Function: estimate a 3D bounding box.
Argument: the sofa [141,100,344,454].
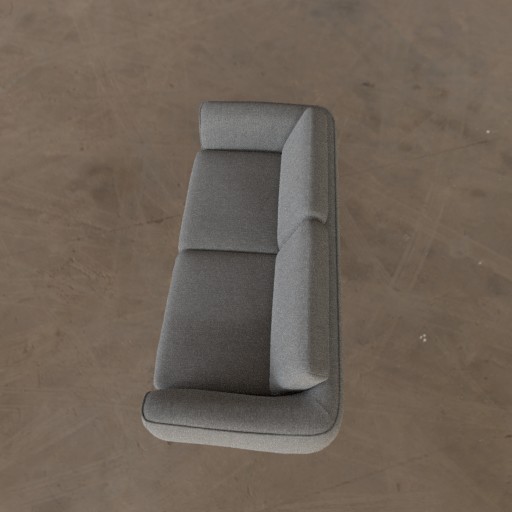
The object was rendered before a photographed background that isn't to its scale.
[{"bbox_3d":[0.000,0.000,2.488,0.920,0.870,2.000,4,60,2],"label":"sofa"}]
